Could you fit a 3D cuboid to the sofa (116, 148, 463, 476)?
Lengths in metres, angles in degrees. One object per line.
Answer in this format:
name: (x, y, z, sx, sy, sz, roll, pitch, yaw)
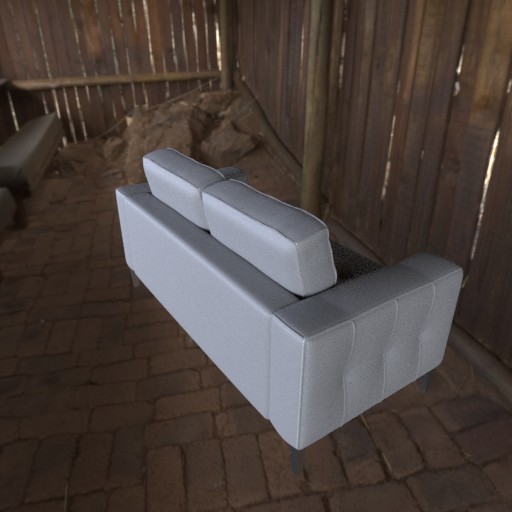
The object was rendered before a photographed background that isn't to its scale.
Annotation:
sofa: (0.000, 0.000, 2.210, 0.833, 0.892, 1.726, -17, 32, -30)
